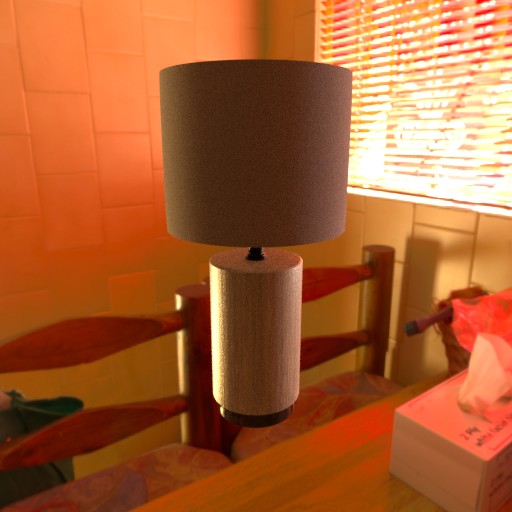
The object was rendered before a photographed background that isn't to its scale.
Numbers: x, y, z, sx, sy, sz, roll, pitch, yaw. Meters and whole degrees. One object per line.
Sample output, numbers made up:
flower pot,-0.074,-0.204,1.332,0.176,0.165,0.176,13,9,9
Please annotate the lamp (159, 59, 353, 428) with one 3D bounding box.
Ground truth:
lamp,0.000,0.000,0.584,0.228,0.444,0.228,7,17,26
